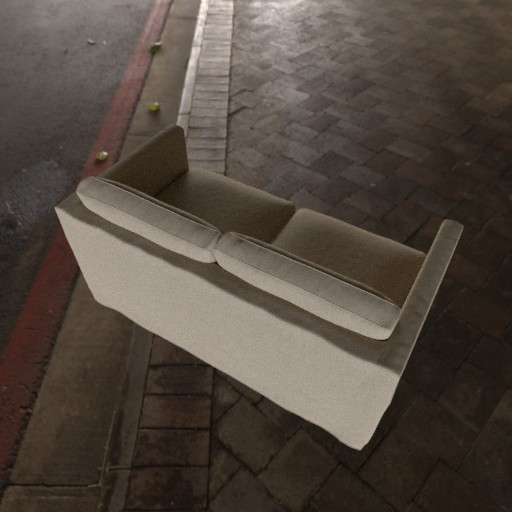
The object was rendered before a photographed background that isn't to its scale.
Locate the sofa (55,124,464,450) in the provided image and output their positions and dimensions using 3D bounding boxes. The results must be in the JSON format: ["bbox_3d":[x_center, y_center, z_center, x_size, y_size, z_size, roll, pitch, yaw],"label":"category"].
[{"bbox_3d":[0.000,0.000,2.312,1.766,0.828,0.956,24,51,21],"label":"sofa"}]
